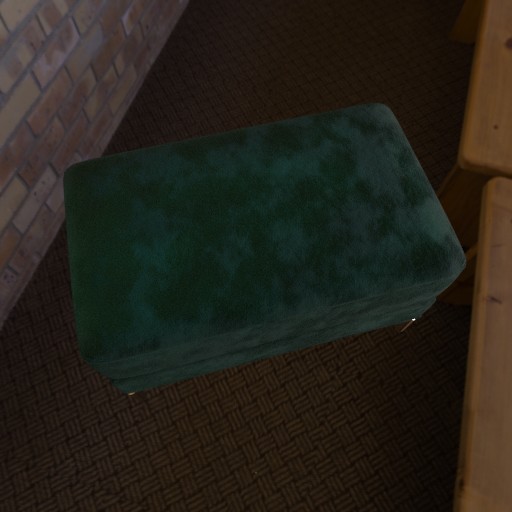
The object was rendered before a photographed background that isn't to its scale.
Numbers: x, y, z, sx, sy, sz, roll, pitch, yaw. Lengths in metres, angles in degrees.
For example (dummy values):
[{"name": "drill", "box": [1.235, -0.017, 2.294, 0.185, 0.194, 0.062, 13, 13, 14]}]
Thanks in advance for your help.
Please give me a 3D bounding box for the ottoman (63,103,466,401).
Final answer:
[{"name": "ottoman", "box": [0.000, 0.000, 1.251, 0.886, 0.533, 0.536, -13, 65, -6]}]
